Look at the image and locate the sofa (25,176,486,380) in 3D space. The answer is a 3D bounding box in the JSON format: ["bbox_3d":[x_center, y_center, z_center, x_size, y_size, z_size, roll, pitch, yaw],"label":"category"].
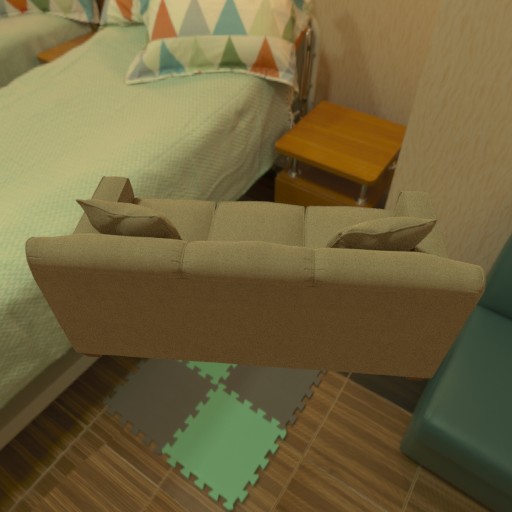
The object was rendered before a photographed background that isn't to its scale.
[{"bbox_3d":[0.000,0.000,2.524,2.024,0.958,0.997,3,47,3],"label":"sofa"}]
